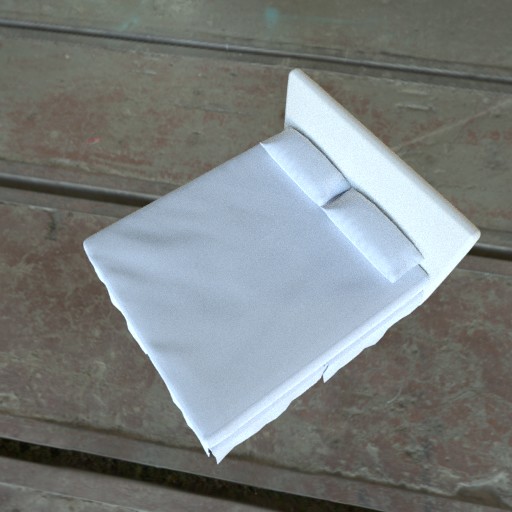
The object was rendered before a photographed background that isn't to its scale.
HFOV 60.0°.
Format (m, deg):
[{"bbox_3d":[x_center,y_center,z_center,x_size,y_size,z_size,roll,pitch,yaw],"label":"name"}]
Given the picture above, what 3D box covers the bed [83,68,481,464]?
[{"bbox_3d":[0.000,0.000,3.630,2.341,1.317,2.119,-32,66,-16],"label":"bed"}]
